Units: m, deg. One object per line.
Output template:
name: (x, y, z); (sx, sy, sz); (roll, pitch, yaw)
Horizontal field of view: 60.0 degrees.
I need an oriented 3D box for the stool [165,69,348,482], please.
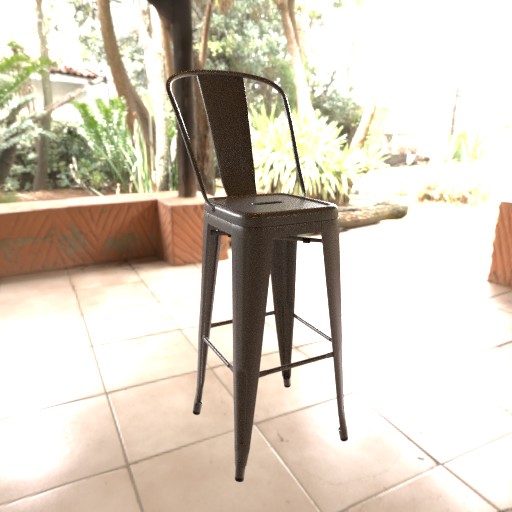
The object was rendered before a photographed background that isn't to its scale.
stool: (0.000, 0.000, 1.339); (0.399, 1.096, 0.513); (-8, 18, -26)
